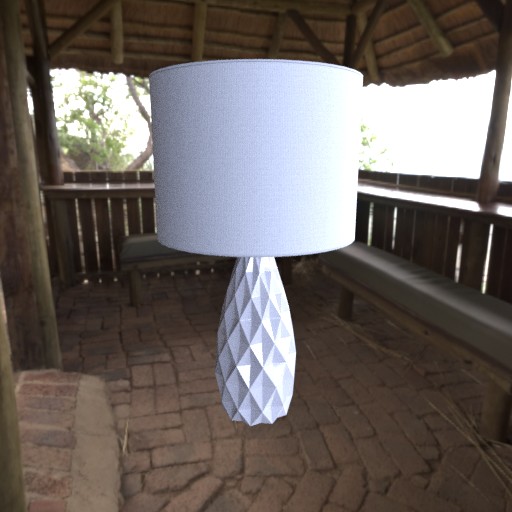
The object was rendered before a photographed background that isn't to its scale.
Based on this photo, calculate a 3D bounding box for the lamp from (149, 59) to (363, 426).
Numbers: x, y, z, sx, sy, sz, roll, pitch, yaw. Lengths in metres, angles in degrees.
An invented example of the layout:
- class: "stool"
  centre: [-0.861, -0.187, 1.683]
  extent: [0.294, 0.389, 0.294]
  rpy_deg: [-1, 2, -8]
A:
- class: "lamp"
  centre: [0.000, 0.000, 0.689]
  extent: [0.297, 0.522, 0.297]
  rpy_deg: [0, 13, 0]
